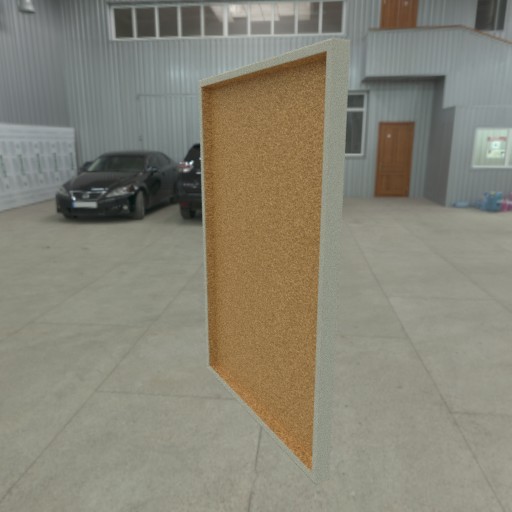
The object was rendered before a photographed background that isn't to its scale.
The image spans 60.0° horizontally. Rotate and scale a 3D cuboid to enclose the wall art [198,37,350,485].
[{"bbox_3d":[0.000,0.000,1.142,0.038,0.914,0.610,-8,16,-28],"label":"wall art"}]
